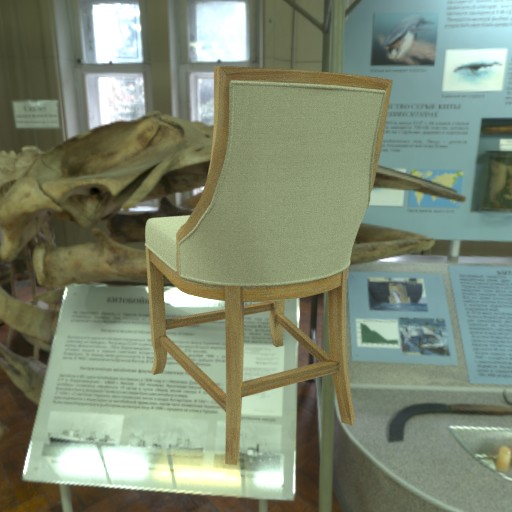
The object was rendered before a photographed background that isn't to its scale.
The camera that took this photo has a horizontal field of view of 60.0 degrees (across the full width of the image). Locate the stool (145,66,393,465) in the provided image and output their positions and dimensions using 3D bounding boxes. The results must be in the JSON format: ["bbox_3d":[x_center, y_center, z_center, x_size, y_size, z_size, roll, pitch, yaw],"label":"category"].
[{"bbox_3d":[0.000,0.000,1.302,0.524,0.938,0.626,-7,16,-25],"label":"stool"}]
